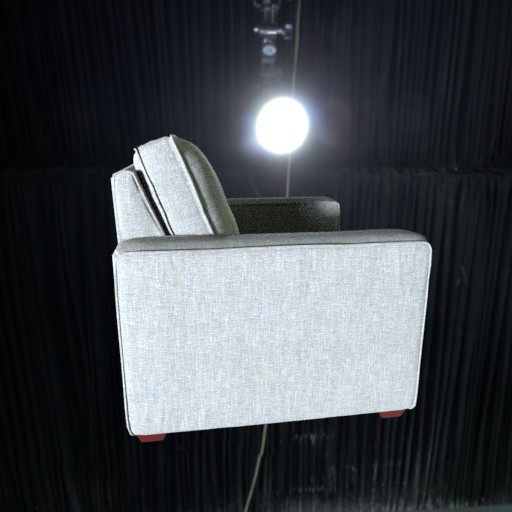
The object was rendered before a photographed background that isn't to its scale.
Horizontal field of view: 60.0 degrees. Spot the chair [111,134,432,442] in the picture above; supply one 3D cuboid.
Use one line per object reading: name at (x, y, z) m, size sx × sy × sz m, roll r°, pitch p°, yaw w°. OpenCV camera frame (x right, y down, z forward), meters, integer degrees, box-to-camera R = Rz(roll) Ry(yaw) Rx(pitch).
chair at (0.000, 0.000, 1.734) m, size 0.940 × 0.914 × 1.016 m, roll -2°, pitch 15°, yaw -9°
